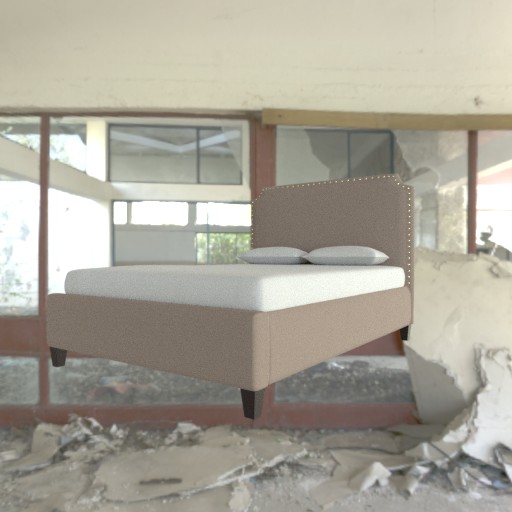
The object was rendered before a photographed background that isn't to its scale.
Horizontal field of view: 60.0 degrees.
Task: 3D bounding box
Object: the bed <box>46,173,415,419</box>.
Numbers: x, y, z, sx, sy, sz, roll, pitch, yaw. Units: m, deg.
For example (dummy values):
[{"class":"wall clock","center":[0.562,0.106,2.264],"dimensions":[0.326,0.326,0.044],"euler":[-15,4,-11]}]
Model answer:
[{"class":"bed","center":[0.000,0.000,3.361],"dimensions":[1.713,1.443,2.372],"euler":[0,0,36]}]
